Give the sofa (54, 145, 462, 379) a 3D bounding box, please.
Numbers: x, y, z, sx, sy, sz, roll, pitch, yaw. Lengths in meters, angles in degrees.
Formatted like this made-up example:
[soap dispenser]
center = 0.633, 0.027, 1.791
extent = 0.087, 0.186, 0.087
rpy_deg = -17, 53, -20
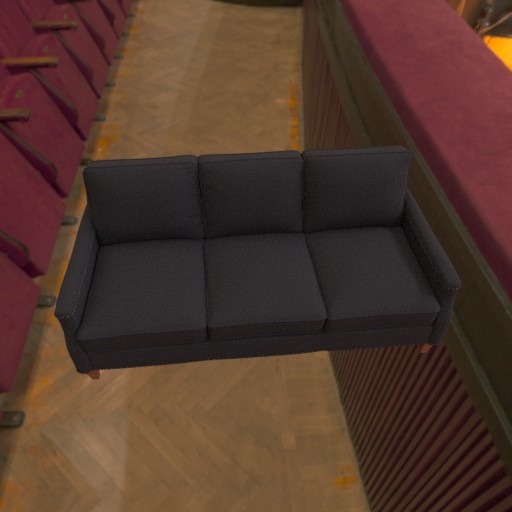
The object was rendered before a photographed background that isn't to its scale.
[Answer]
[sofa]
center = 0.000, 0.000, 2.816
extent = 2.246, 1.003, 1.084
rpy_deg = -4, 46, -4
